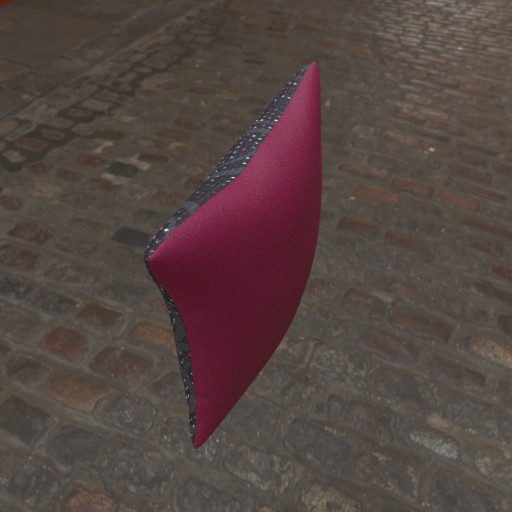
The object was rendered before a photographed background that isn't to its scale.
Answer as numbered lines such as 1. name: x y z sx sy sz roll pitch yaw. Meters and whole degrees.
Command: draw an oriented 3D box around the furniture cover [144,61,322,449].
1. furniture cover: 0.000 0.000 0.810 0.193 0.509 0.552 17 48 16
